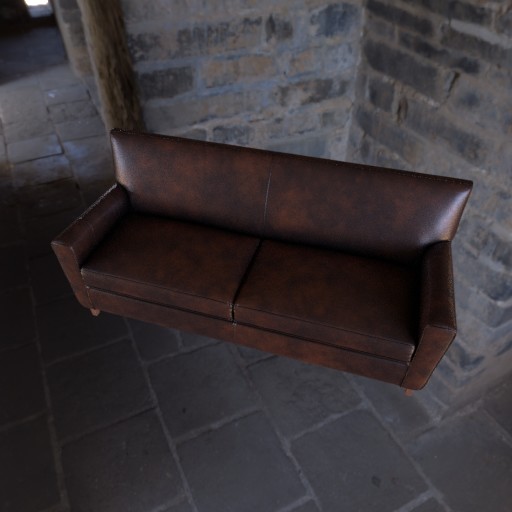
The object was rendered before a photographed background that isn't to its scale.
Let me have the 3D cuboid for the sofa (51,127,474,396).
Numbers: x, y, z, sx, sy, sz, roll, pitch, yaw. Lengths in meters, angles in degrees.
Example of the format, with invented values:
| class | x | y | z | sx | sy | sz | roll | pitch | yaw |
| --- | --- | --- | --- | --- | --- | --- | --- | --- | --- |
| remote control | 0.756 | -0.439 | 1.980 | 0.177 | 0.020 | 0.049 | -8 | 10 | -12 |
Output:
| class | x | y | z | sx | sy | sz | roll | pitch | yaw |
| --- | --- | --- | --- | --- | --- | --- | --- | --- | --- |
| sofa | 0.000 | 0.000 | 2.405 | 1.995 | 0.871 | 0.786 | 12 | 43 | 13 |
